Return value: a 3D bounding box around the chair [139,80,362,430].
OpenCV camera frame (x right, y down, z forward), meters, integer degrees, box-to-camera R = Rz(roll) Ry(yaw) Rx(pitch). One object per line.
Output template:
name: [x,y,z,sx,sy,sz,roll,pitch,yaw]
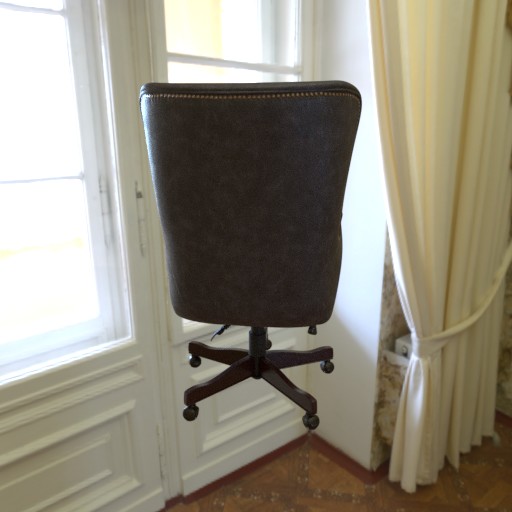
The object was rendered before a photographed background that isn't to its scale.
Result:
chair: [0.000,0.000,1.480,0.594,1.037,0.717,2,16,7]
